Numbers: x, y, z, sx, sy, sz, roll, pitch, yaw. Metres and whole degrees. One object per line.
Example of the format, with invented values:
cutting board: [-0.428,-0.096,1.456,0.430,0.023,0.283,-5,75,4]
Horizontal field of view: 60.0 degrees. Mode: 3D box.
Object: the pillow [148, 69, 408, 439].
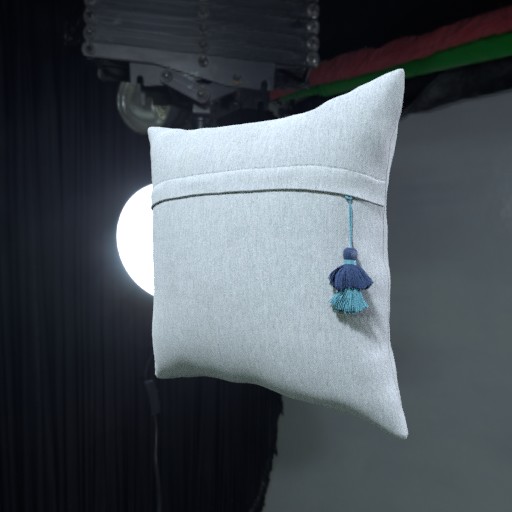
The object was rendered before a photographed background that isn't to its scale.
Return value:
pillow: [0.000,0.000,0.646,0.433,0.436,0.173,1,1,35]
